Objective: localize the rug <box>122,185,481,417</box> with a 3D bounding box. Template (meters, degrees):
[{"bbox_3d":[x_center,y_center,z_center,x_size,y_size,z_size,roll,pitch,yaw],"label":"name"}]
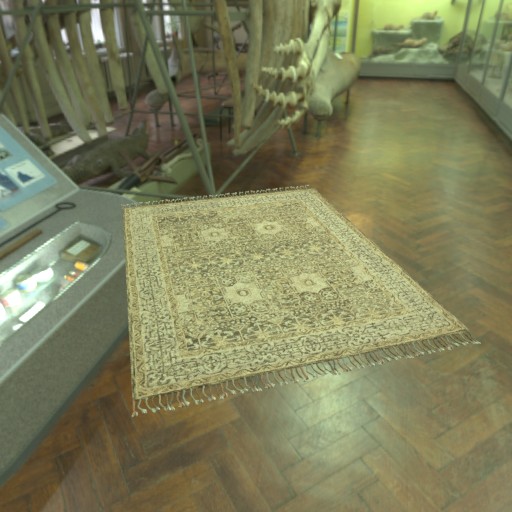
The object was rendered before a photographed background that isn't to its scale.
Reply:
[{"bbox_3d":[0.000,0.000,4.239,2.431,0.017,3.291,-8,31,-14],"label":"rug"}]
